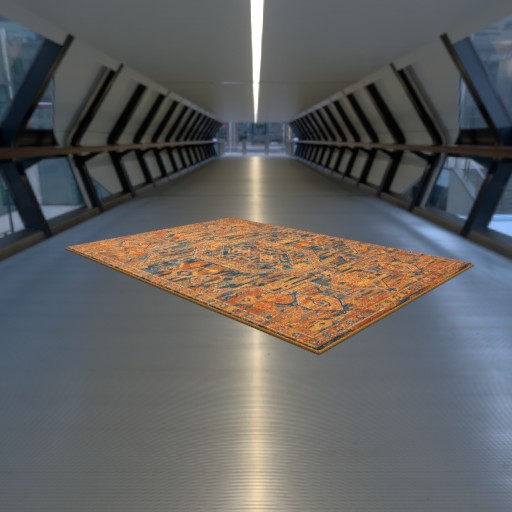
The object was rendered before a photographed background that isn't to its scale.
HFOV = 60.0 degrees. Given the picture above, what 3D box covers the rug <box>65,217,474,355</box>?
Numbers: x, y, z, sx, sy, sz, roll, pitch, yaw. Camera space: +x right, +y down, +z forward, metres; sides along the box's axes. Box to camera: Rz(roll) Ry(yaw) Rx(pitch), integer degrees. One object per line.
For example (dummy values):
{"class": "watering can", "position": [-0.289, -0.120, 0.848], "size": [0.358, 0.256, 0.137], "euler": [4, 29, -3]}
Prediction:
{"class": "rug", "position": [0.000, 0.000, 2.918], "size": [2.204, 0.024, 1.588], "euler": [15, 21, 42]}
